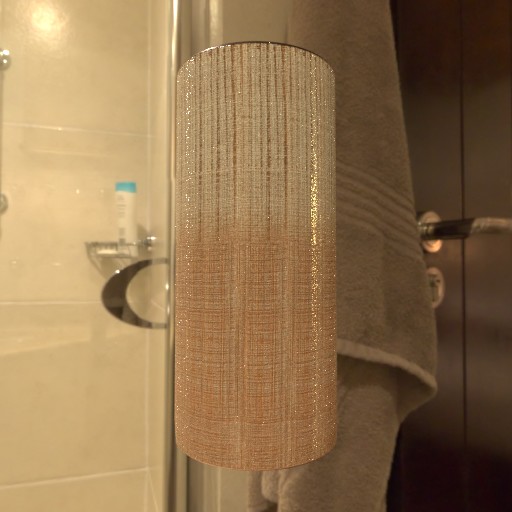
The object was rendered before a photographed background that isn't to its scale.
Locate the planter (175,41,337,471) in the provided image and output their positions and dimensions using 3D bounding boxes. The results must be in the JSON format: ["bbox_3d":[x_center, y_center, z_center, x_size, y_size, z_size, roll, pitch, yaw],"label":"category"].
[{"bbox_3d":[0.000,0.000,0.281,0.100,0.227,0.100,-1,-3,35],"label":"planter"}]
